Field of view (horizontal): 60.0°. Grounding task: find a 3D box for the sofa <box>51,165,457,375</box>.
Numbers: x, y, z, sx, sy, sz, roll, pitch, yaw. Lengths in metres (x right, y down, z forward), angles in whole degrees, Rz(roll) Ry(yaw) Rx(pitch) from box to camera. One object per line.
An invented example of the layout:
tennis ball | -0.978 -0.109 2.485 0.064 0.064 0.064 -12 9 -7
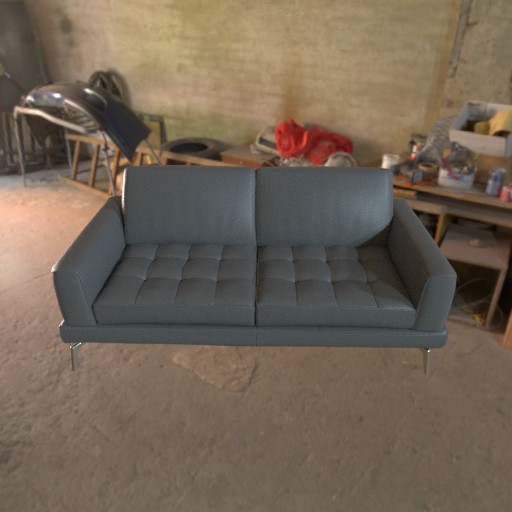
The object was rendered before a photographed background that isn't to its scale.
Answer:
sofa | 0.000 0.000 2.788 2.177 0.930 1.121 1 30 1
